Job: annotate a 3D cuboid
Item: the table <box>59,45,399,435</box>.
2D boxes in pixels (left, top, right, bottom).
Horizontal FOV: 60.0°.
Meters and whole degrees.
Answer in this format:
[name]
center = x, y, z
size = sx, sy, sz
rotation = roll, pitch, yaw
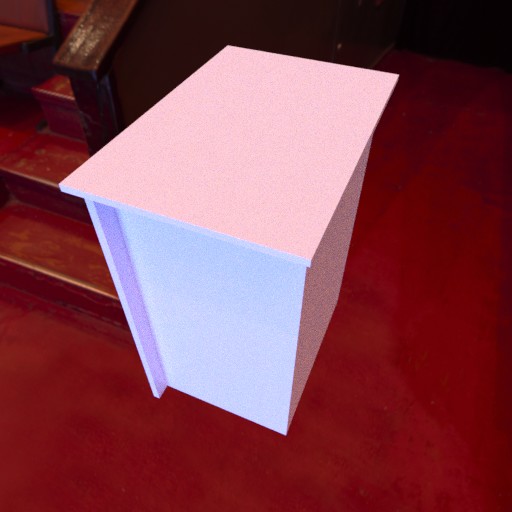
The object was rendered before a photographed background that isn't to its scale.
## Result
[table]
center = 0.000, 0.000, 1.062
size = 0.406, 0.711, 0.589
rotation = 17, 48, 16
